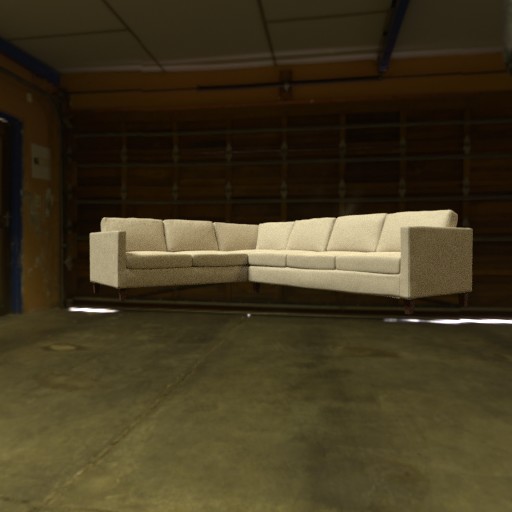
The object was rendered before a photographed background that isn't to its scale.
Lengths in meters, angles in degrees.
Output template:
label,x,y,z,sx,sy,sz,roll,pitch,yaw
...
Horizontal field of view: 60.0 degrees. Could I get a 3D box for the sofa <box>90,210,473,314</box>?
label,x,y,z,sx,sy,sz,roll,pitch,yaw
sofa,0.000,0.000,4.468,2.432,0.863,3.182,-1,1,-35
